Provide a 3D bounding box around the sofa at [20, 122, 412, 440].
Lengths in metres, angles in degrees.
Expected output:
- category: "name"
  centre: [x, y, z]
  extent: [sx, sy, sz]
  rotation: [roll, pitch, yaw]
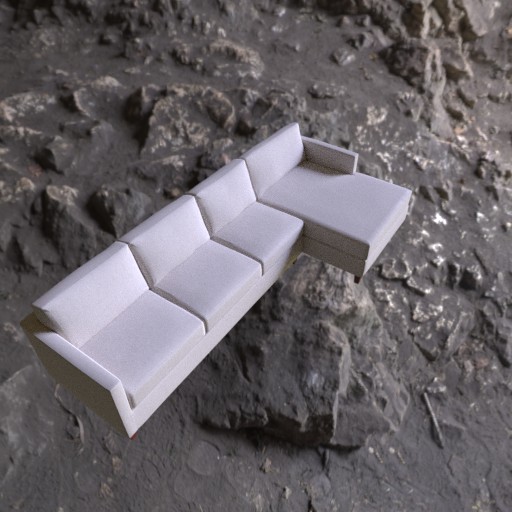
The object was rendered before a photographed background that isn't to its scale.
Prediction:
- category: "sofa"
  centre: [0.000, 0.000, 3.914]
  extent: [1.599, 0.954, 3.471]
  rotation: [25, 48, 25]
